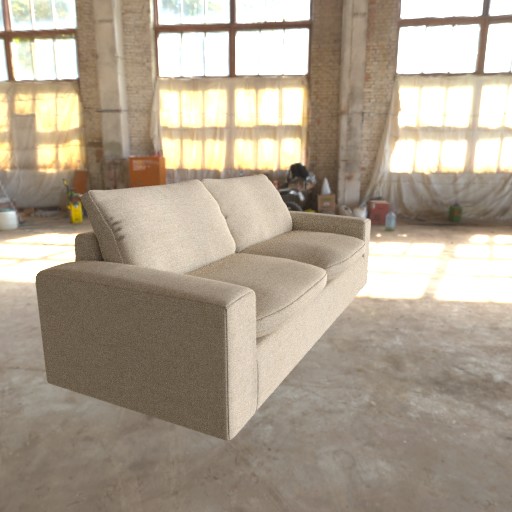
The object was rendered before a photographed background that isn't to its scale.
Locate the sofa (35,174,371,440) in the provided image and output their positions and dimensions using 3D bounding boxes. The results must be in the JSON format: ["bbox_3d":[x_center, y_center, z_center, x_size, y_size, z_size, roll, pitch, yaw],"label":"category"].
[{"bbox_3d":[0.000,0.000,2.742,1.040,0.922,2.299,6,15,26],"label":"sofa"}]
